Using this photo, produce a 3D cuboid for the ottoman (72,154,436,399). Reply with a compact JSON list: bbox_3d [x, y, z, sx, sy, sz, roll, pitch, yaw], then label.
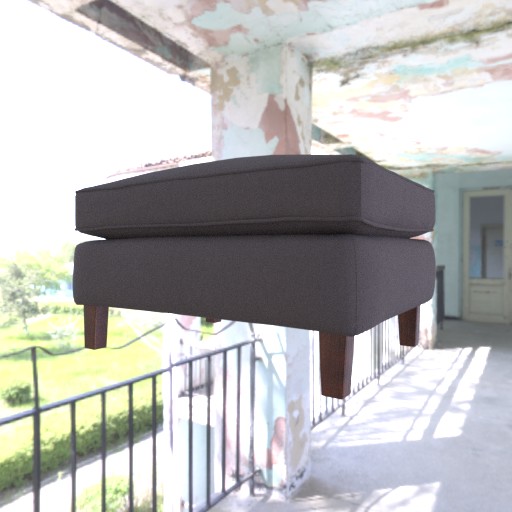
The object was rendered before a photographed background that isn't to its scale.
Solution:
[{"bbox_3d":[0.000,0.000,0.987,0.686,0.406,0.508,1,1,34],"label":"ottoman"}]
